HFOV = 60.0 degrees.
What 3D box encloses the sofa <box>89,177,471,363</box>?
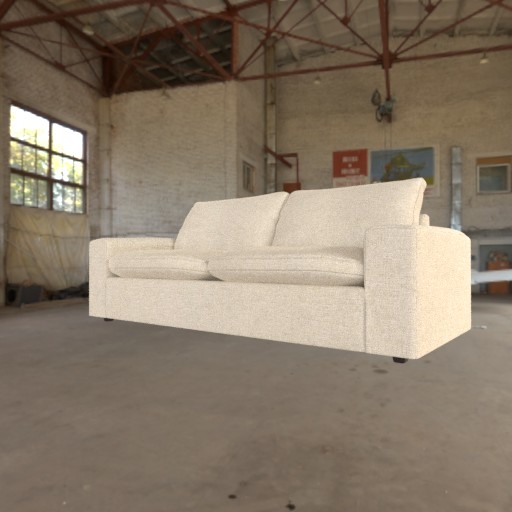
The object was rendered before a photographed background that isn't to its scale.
[{"bbox_3d":[0.000,0.000,2.814,2.299,0.922,1.040,0,-1,37],"label":"sofa"}]
